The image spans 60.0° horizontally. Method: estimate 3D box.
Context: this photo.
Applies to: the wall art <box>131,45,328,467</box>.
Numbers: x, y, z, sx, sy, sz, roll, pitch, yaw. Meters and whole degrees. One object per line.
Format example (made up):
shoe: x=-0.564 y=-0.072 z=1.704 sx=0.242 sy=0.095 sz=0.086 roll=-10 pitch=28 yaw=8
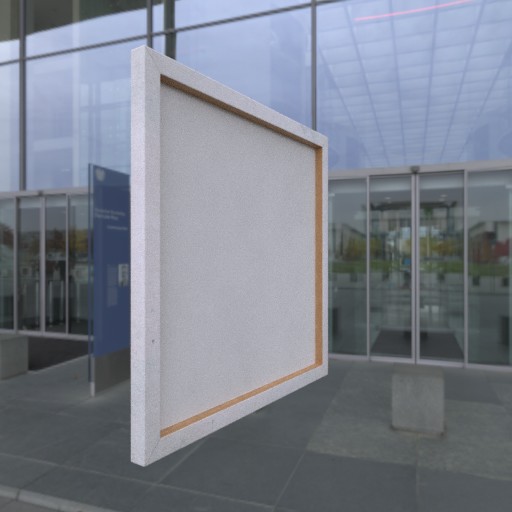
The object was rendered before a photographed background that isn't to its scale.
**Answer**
wall art: x=0.000 y=0.000 z=1.122 sx=0.038 sy=0.762 sz=0.762 roll=0 pitch=0 yaw=35
